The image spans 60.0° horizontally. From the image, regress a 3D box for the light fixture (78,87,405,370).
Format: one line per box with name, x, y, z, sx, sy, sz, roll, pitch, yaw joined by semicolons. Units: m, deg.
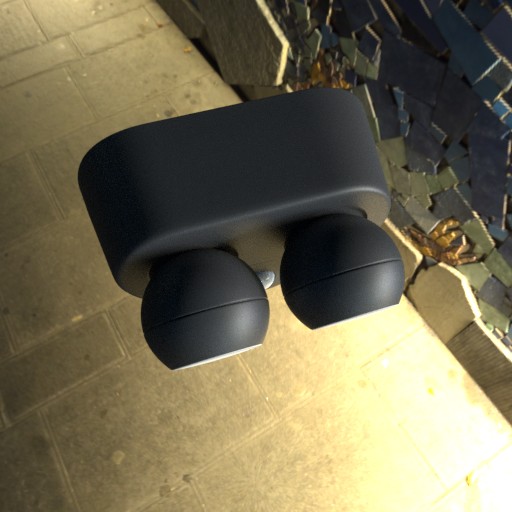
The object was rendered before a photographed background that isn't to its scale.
light fixture;0.000;0.000;0.337;0.229;0.159;0.159;-15;64;-7
